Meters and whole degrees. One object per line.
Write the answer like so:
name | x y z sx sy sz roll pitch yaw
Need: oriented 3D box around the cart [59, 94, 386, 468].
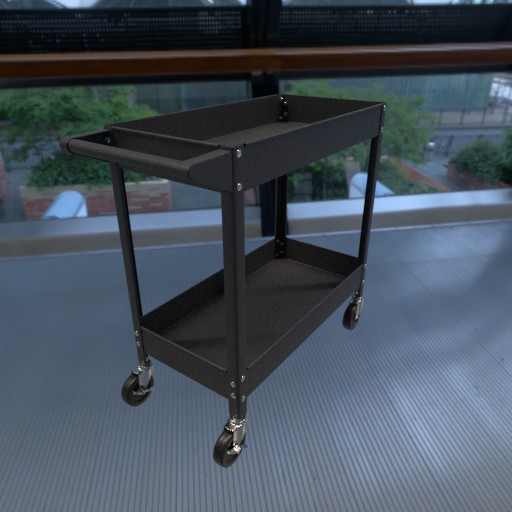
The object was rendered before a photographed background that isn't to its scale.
cart | 0.000 0.000 1.168 0.366 0.719 0.779 18 32 32
